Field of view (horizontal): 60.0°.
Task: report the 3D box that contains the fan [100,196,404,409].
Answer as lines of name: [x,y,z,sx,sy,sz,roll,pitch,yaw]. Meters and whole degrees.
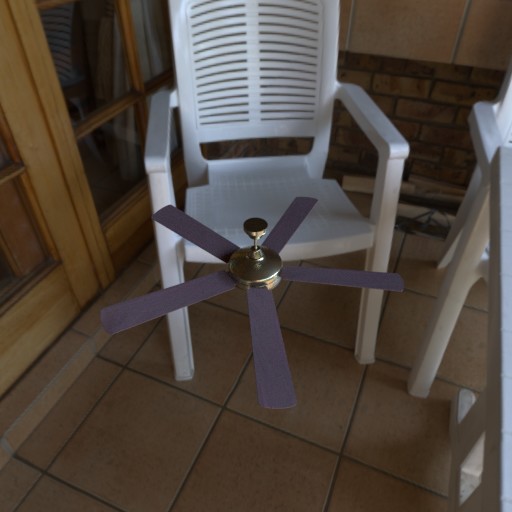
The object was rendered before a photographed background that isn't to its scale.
fan: [0.000,0.000,2.003,1.321,0.356,1.321,12,43,13]
